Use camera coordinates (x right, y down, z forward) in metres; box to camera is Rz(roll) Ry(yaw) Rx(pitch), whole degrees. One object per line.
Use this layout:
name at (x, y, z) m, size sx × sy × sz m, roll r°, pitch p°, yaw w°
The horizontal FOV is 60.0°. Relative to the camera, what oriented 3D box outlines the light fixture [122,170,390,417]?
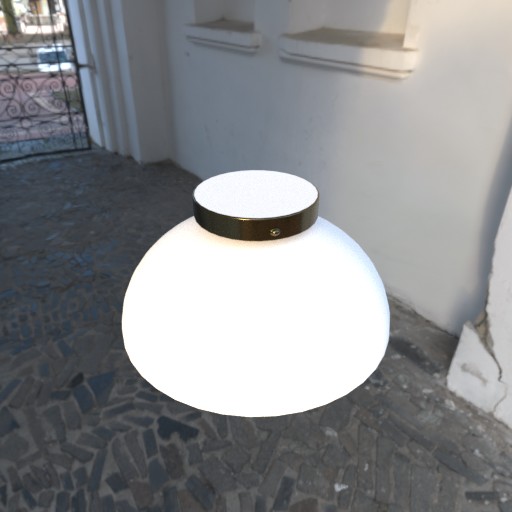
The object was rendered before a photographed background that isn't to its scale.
light fixture at (0.000, 0.000, 0.565) m, size 0.355 × 0.177 × 0.355 m, roll 0°, pitch 31°, yaw 0°
